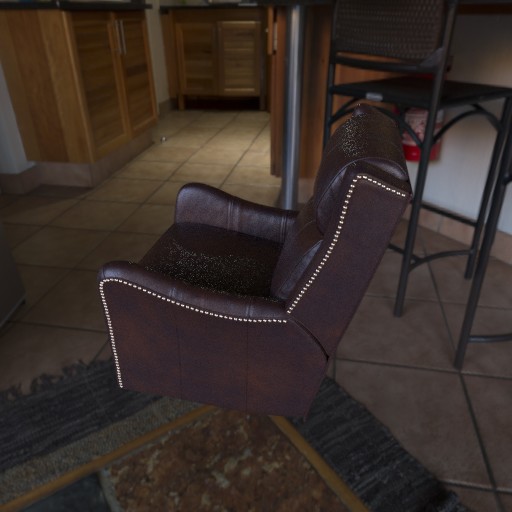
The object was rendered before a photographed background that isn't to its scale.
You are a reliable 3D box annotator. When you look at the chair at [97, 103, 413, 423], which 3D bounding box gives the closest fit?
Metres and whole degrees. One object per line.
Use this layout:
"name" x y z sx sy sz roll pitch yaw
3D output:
"chair" 0.000 0.000 1.809 1.008 1.084 0.869 6 31 11
